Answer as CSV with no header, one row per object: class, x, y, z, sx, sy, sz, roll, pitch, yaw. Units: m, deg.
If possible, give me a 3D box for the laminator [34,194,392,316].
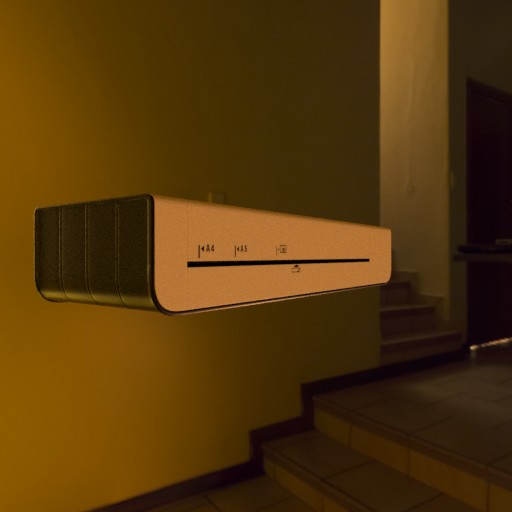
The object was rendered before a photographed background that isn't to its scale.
laminator,0.000,0.000,0.388,0.123,0.062,0.340,0,0,36
